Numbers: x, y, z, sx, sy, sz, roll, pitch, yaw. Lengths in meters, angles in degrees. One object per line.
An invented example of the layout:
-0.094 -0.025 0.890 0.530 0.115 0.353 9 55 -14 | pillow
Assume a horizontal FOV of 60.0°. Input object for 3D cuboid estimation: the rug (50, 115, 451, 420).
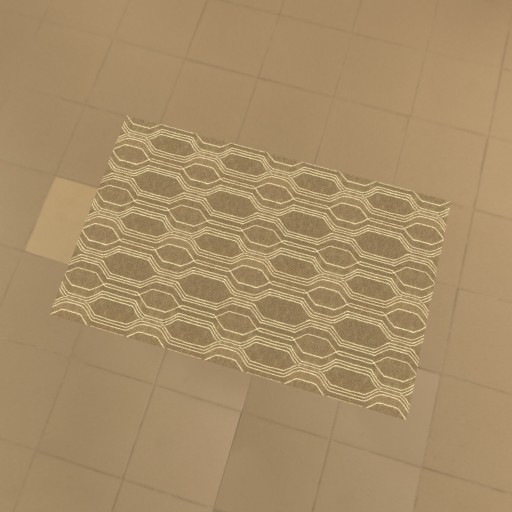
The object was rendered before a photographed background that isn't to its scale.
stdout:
0.000 0.000 3.079 2.457 0.012 1.541 16 78 3 | rug
